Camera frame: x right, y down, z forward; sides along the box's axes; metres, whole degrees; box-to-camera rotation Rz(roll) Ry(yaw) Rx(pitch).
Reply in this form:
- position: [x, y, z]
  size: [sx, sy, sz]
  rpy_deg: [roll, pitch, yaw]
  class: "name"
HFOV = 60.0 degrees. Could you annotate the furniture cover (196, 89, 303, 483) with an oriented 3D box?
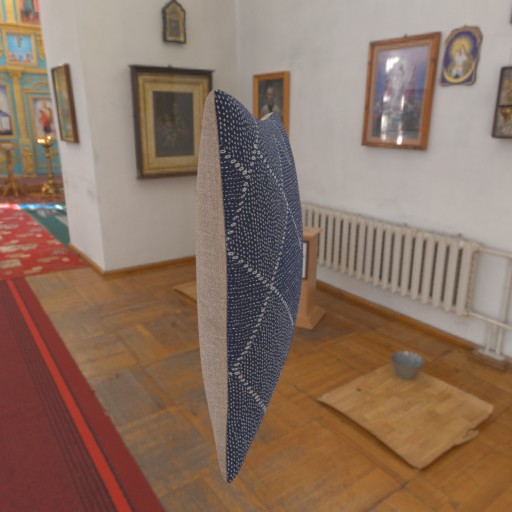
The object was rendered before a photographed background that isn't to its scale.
- position: [0.000, 0.000, 0.774]
  size: [0.162, 0.503, 0.511]
  rpy_deg: [3, 16, 9]
  class: "furniture cover"
